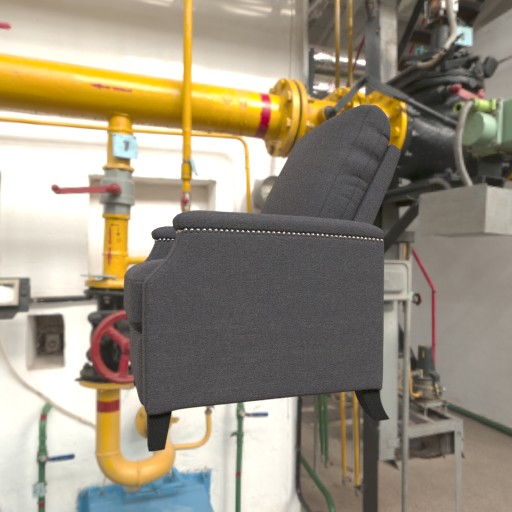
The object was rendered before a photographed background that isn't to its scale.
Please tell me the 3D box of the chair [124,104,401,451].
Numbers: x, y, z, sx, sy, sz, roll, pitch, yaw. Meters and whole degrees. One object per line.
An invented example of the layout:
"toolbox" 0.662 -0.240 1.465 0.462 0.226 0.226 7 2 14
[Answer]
"chair" 0.000 0.000 1.635 0.922 1.049 0.710 0 -1 -19
